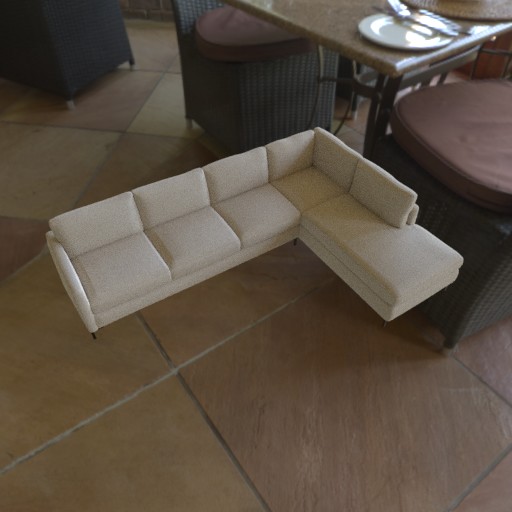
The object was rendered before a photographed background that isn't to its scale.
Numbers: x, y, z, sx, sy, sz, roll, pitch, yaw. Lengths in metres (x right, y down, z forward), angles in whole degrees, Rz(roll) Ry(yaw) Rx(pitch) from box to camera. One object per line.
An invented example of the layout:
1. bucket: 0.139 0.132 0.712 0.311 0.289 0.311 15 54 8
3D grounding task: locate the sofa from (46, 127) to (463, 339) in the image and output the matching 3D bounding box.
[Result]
1. sofa: 0.000 0.000 3.773 2.949 0.815 2.007 -24 50 -22
